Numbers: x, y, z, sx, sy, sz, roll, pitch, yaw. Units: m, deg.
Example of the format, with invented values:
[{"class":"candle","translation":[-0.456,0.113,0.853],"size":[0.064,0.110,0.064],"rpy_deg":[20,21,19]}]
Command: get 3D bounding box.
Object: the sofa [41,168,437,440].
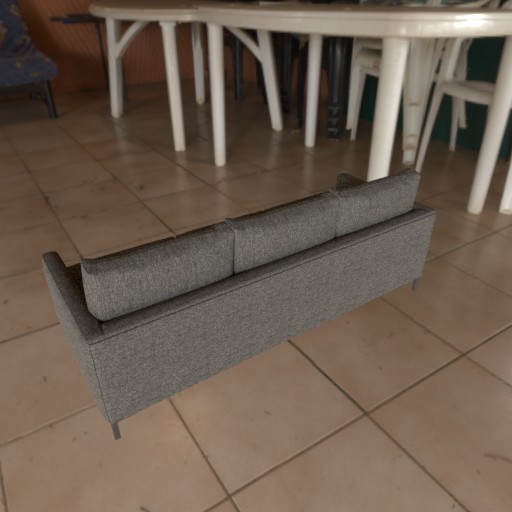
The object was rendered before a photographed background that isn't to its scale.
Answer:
[{"class":"sofa","translation":[0.000,0.000,2.695],"size":[2.253,0.879,0.876],"rpy_deg":[-19,36,-29]}]
